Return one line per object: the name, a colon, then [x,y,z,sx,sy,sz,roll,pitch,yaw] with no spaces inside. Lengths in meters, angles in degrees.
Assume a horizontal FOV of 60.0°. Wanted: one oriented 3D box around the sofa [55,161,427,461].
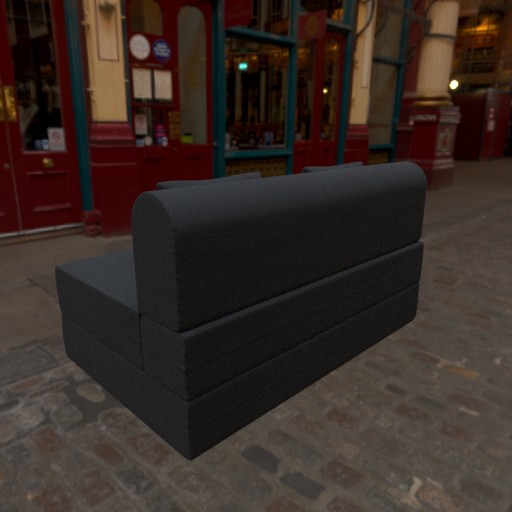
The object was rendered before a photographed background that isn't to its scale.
sofa: [0.000,0.000,1.685,1.225,0.670,0.762,-16,23,-42]
